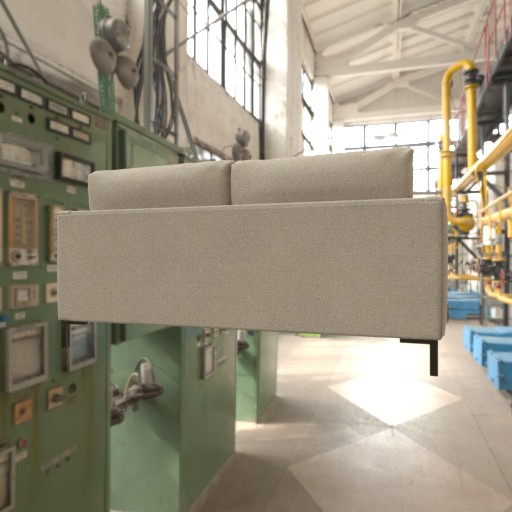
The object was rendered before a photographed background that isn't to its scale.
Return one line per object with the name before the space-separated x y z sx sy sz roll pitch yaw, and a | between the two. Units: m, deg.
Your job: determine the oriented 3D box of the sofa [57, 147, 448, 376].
sofa | 0.000 0.000 2.187 1.682 0.840 0.875 0 0 18
